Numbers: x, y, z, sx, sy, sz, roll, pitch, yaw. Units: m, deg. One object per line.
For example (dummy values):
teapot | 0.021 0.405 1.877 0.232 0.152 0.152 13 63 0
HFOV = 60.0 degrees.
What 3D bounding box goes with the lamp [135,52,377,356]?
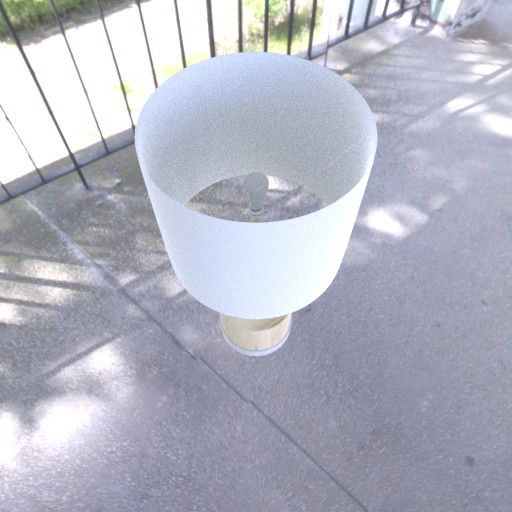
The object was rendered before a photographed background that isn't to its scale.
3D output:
lamp | 0.000 0.000 0.617 0.229 0.470 0.229 -32 63 -18
